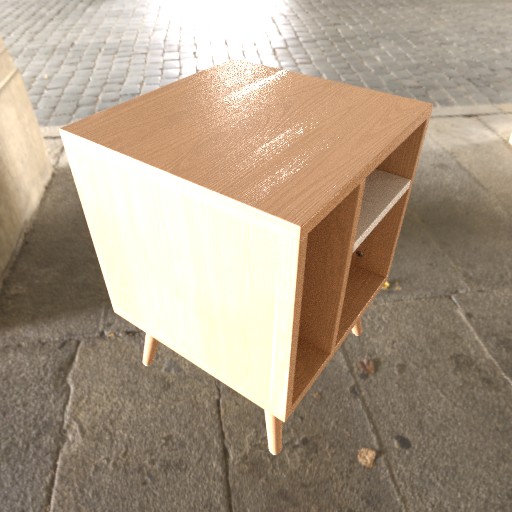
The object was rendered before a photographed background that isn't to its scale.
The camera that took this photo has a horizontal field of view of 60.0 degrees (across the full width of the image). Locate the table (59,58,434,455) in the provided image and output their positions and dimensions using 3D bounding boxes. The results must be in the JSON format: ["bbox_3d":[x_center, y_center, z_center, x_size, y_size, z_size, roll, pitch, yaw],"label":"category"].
[{"bbox_3d":[0.000,0.000,0.838,0.400,0.550,0.400,25,46,26],"label":"table"}]
